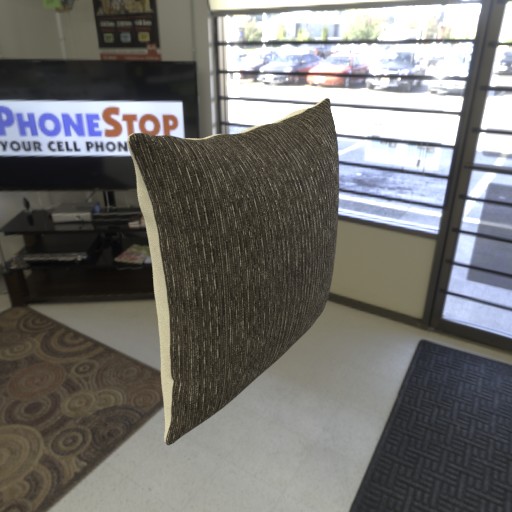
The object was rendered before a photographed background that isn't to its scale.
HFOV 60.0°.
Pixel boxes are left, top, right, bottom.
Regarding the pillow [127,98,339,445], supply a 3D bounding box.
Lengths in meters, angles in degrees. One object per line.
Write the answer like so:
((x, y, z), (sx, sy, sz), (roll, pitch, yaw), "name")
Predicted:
((0.000, 0.000, 0.691), (0.196, 0.434, 0.433), (17, 30, 32), "pillow")
